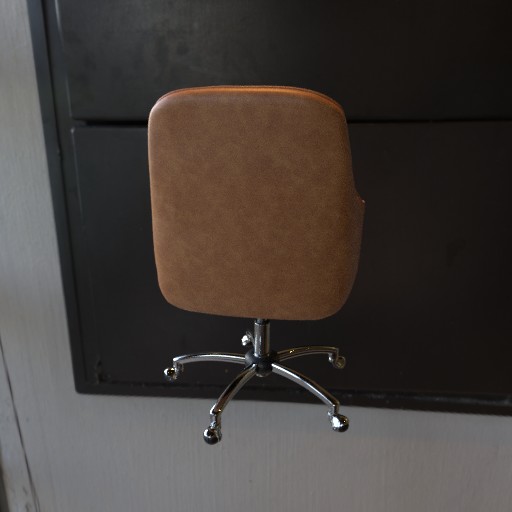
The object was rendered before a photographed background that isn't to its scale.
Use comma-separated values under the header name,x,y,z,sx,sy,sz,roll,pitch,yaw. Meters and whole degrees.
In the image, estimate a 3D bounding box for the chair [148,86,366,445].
name,x,y,z,sx,sy,sz,roll,pitch,yaw
chair,0.000,0.000,1.328,0.628,0.909,0.615,3,16,9
